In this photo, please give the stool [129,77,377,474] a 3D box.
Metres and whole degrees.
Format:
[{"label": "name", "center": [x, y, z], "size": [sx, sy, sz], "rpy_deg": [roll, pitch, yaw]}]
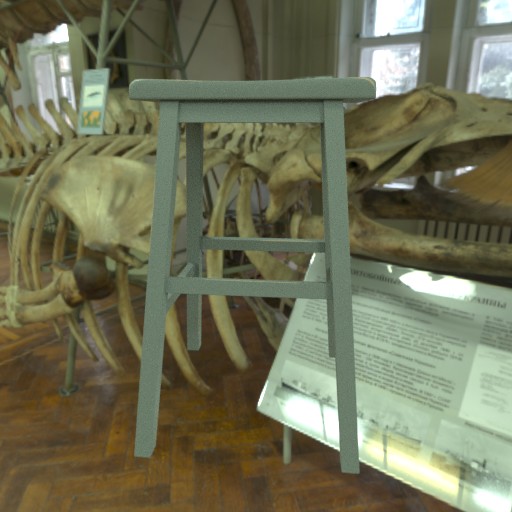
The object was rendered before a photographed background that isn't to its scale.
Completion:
[{"label": "stool", "center": [0.000, 0.000, 1.009], "size": [0.457, 0.737, 0.476], "rpy_deg": [2, 17, 6]}]
